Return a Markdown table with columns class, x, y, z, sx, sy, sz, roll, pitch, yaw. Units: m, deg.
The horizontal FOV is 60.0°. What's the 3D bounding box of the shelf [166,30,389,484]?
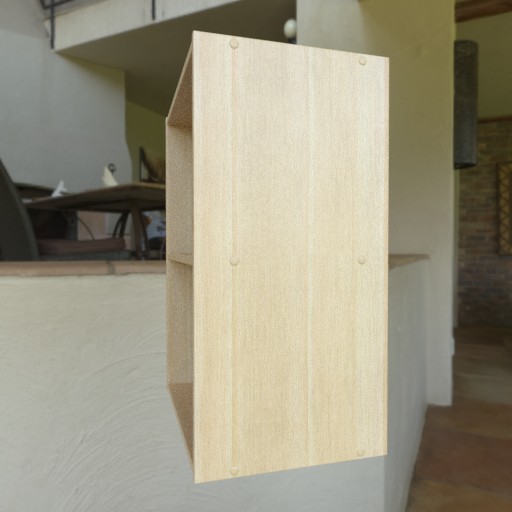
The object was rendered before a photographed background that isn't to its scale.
| class | x | y | z | sx | sy | sz | roll | pitch | yaw |
| --- | --- | --- | --- | --- | --- | --- | --- | --- | --- |
| shelf | 0.000 | 0.000 | 0.816 | 0.290 | 0.592 | 0.414 | 0 | 1 | -16 |
